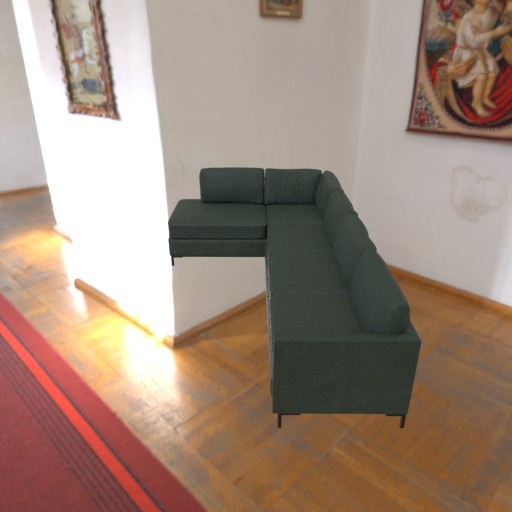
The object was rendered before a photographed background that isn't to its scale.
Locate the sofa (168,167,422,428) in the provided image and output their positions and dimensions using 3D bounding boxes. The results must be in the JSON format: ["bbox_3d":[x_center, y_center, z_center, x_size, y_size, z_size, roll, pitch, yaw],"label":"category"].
[{"bbox_3d":[0.000,0.000,4.332,2.048,0.996,3.384,0,25,0],"label":"sofa"}]
